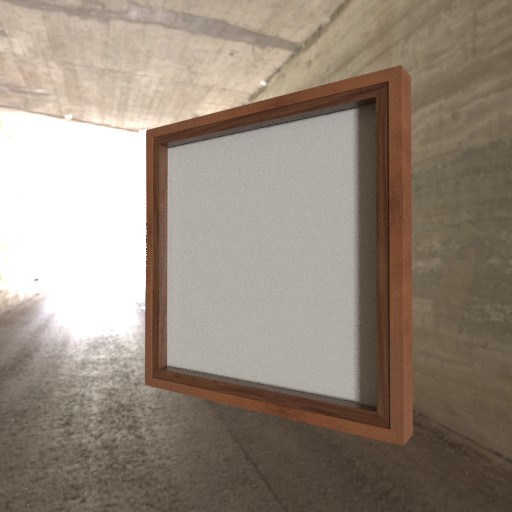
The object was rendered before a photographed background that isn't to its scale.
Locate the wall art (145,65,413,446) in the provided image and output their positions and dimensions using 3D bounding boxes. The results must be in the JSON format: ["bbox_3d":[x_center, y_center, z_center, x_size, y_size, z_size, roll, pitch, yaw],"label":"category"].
[{"bbox_3d":[0.000,0.000,0.598,0.403,0.403,0.035,-1,-1,35],"label":"wall art"}]
